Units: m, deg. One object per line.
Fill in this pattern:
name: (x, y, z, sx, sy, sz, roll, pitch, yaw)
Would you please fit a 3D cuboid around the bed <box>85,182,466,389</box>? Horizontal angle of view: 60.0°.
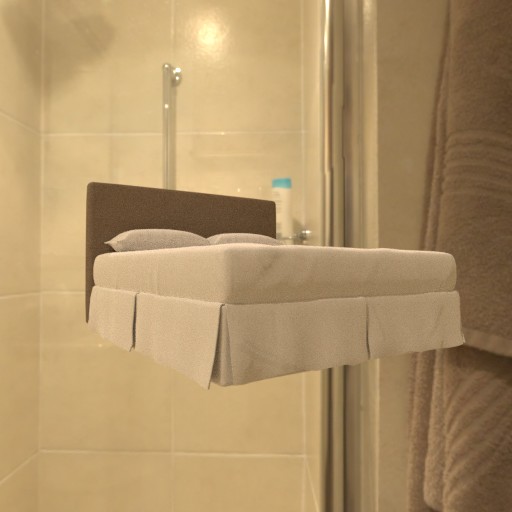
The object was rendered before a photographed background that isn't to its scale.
bed: (0.000, 0.000, 3.509, 2.119, 1.317, 2.341, 1, -2, -35)
